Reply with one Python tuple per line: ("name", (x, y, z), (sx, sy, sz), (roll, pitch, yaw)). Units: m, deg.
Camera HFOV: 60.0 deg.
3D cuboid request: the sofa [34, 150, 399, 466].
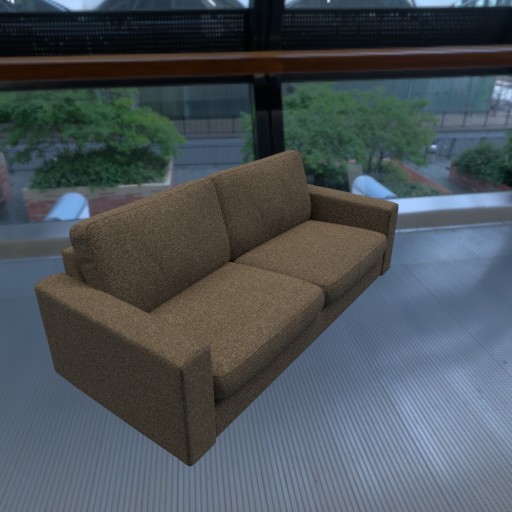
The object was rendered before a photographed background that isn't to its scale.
("sofa", (0.000, 0.000, 2.658), (1.016, 0.873, 2.179), (18, 31, 32))
